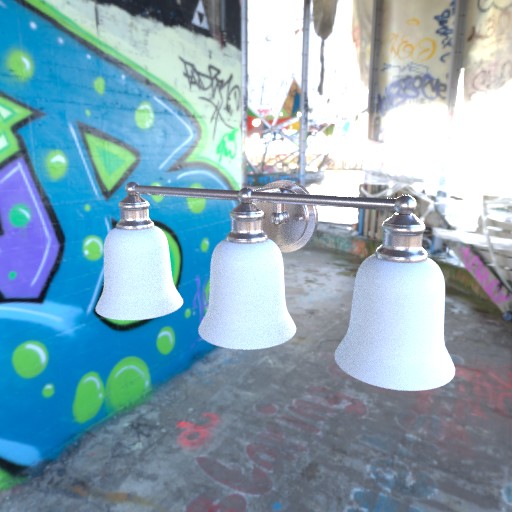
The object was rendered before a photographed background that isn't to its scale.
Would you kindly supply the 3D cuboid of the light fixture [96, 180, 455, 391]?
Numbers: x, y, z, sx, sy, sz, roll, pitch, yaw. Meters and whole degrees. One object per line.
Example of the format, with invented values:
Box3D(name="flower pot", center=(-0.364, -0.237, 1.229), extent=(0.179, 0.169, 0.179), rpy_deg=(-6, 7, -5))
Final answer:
Box3D(name="light fixture", center=(0.000, 0.000, 0.659), extent=(0.570, 0.211, 0.198), rpy_deg=(8, 16, 28))
